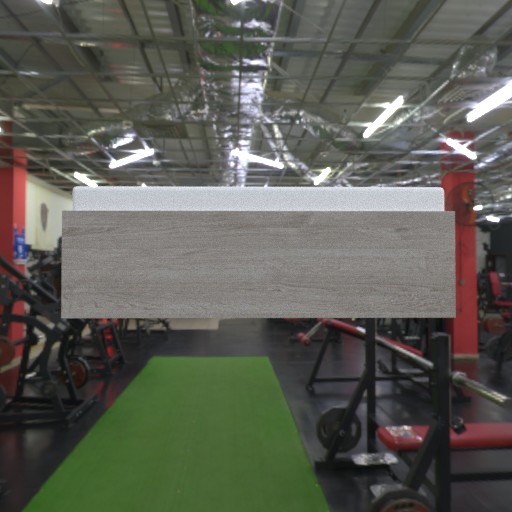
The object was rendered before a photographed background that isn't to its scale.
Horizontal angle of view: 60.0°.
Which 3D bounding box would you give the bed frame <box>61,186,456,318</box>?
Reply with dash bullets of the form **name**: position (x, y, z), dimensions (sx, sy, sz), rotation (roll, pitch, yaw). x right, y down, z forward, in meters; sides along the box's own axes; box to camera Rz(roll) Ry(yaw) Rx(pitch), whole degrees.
- **bed frame**: position (0.000, 0.000, 2.602), dimensions (1.448, 0.490, 1.944), rotation (0, -1, -1)
